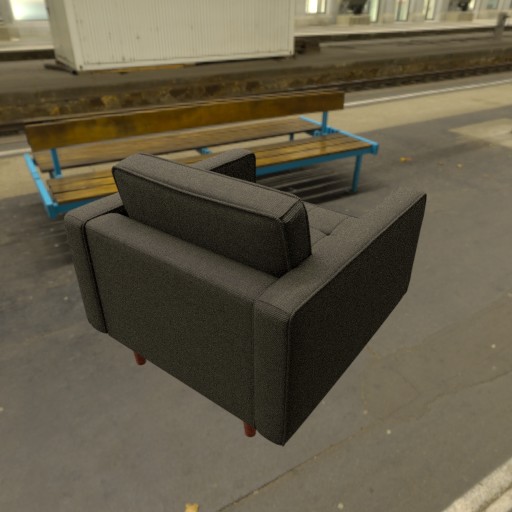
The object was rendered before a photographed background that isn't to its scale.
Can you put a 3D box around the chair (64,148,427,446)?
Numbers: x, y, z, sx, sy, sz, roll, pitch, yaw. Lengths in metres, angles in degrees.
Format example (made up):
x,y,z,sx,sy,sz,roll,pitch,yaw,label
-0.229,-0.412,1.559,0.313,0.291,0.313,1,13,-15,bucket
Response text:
x,y,z,sx,sy,sz,roll,pitch,yaw,label
0.000,0.000,1.603,0.899,0.770,0.919,21,37,31,chair
